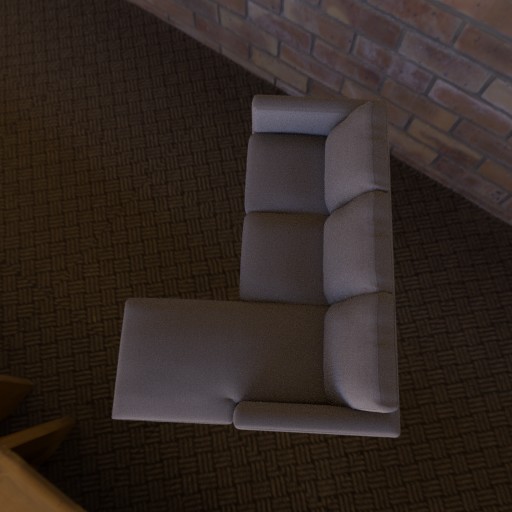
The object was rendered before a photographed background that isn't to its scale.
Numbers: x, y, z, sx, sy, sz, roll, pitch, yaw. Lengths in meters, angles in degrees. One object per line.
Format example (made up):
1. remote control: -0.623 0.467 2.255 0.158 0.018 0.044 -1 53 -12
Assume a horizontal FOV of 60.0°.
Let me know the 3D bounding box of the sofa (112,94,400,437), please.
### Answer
1. sofa: 0.000 0.000 2.810 1.591 0.897 2.031 3 74 1
